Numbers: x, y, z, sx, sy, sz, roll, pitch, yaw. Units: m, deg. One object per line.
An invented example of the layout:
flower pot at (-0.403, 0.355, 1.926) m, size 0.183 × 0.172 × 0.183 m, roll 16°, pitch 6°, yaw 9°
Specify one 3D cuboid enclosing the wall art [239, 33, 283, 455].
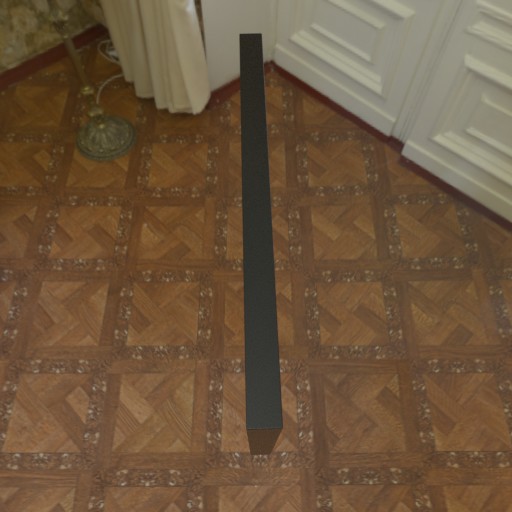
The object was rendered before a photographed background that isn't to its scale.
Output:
wall art at (0.000, 0.000, 1.190) m, size 0.058 × 0.640 × 0.939 m, roll -1°, pitch 63°, yaw -1°
